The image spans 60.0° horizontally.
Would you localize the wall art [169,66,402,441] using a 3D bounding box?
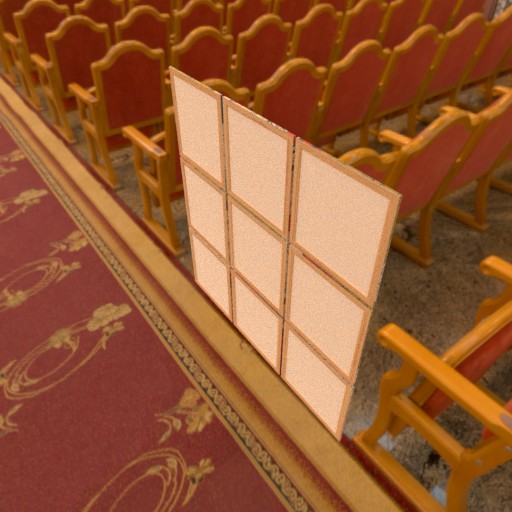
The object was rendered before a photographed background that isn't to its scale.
[{"bbox_3d":[0.000,0.000,2.324,0.013,1.534,1.519,-25,46,-27],"label":"wall art"}]
